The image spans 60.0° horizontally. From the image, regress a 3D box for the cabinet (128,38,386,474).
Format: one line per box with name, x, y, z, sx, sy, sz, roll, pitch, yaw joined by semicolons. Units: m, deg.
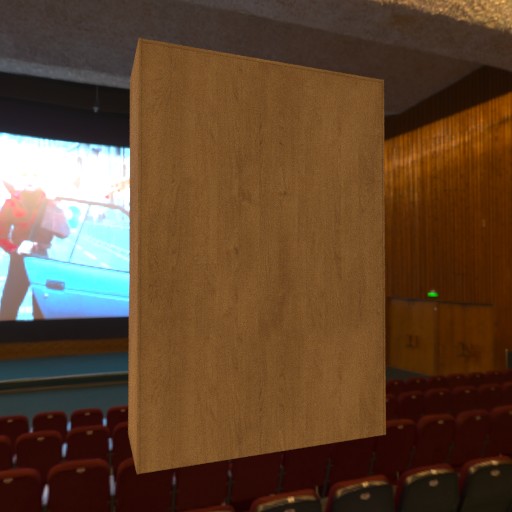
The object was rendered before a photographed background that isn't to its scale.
cabinet;0.000;0.000;2.401;1.290;1.910;0.510;0;-1;-20
